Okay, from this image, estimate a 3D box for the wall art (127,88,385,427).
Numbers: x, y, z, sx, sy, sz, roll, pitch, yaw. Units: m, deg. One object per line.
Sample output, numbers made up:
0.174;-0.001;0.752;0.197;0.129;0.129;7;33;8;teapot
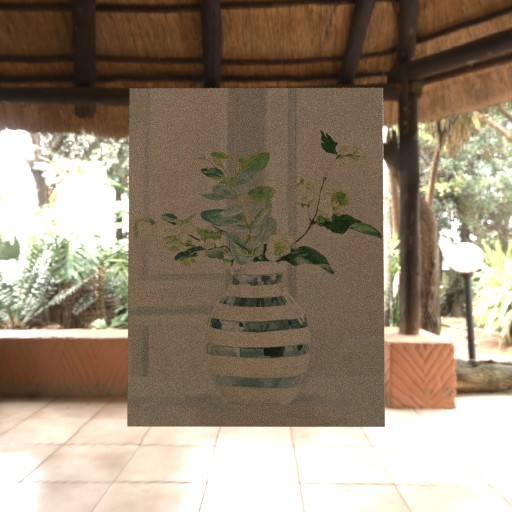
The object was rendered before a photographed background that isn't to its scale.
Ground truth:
0.000;0.000;1.603;0.914;1.212;0.038;0;-1;0;wall art
